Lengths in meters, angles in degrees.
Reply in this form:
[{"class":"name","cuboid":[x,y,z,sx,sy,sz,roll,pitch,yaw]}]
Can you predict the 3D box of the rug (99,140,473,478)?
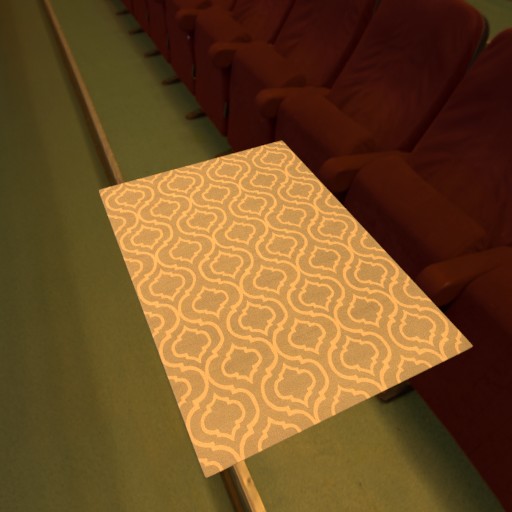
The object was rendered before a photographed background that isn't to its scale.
[{"class":"rug","cuboid":[0.000,0.000,2.673,1.451,0.010,2.080,-19,50,-17]}]
